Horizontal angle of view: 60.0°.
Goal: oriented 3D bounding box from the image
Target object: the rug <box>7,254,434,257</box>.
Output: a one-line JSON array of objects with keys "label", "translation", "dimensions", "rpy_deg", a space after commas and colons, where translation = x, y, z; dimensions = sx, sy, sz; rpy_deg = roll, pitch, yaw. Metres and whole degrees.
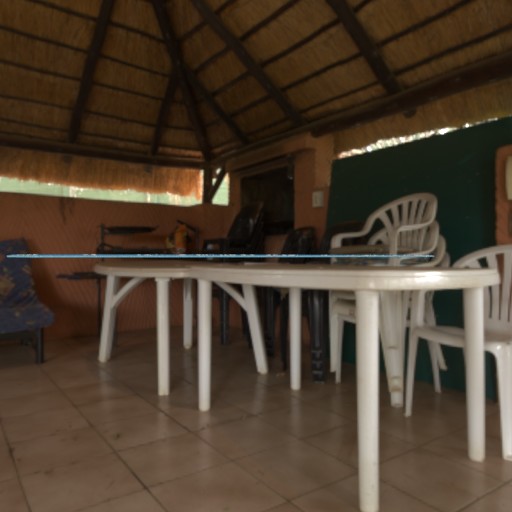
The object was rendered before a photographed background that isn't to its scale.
[{"label": "rug", "translation": [0.000, 0.000, 2.303], "dimensions": [2.196, 0.011, 0.662], "rpy_deg": [0, 0, -36]}]
